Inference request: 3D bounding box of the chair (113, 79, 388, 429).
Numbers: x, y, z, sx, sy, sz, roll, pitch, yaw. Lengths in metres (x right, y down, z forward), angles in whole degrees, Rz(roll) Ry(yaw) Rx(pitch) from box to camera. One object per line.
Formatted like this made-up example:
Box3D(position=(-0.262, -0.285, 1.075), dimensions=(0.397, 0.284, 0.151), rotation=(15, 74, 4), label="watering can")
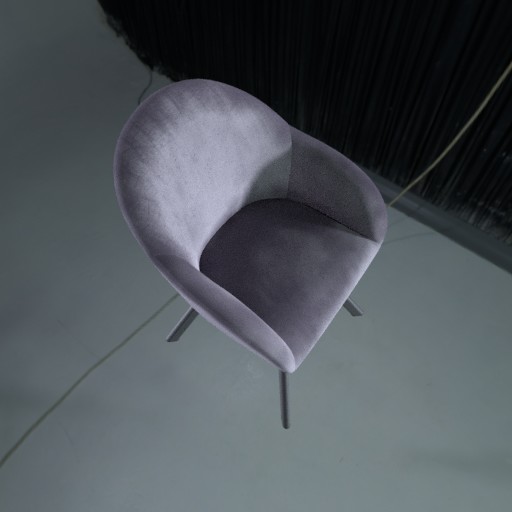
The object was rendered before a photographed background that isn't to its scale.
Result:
Box3D(position=(0.000, 0.000, 1.215), dimensions=(0.590, 0.795, 0.550), rotation=(31, 62, 19), label="chair")
